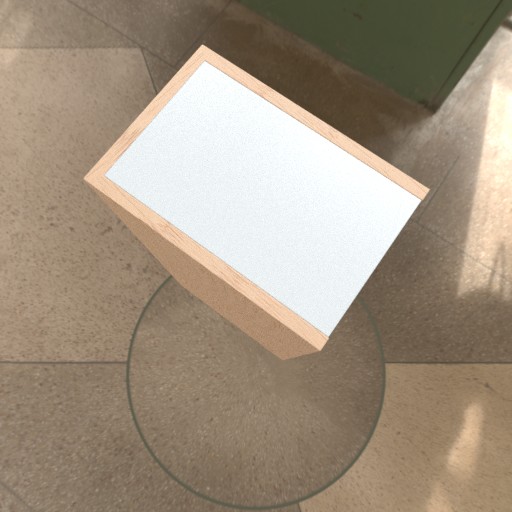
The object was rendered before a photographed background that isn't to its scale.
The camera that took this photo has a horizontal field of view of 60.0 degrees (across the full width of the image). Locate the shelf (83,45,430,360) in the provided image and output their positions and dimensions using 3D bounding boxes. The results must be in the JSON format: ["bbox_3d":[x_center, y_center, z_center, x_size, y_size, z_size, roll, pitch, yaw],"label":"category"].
[{"bbox_3d":[0.000,0.000,0.738,0.290,0.600,0.200,35,79,8],"label":"shelf"}]
